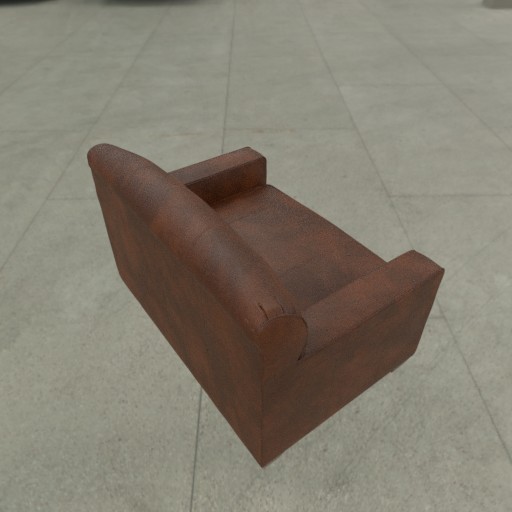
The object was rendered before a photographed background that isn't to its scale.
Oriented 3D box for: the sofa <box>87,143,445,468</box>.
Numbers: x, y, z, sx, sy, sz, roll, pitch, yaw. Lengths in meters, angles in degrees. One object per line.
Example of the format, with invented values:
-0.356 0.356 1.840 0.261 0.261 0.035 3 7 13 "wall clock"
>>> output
0.000 0.000 2.119 1.000 0.956 1.413 -25 46 -27 "sofa"
